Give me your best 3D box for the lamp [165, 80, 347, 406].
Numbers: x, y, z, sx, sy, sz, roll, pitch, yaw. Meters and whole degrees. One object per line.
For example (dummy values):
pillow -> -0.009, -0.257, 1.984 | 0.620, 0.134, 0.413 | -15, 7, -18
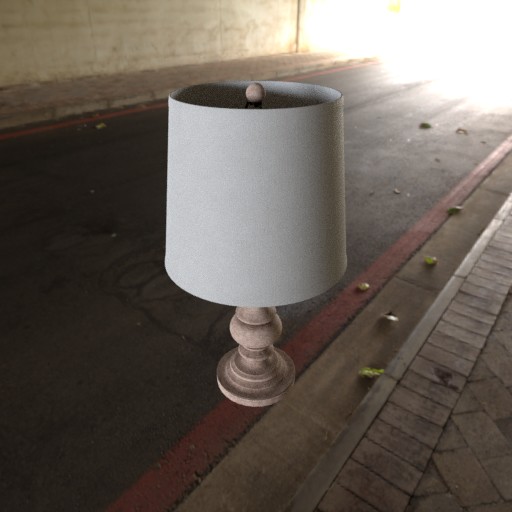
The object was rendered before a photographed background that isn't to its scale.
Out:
lamp -> 0.000, 0.000, 0.676 | 0.273, 0.497, 0.273 | 0, 29, 0
